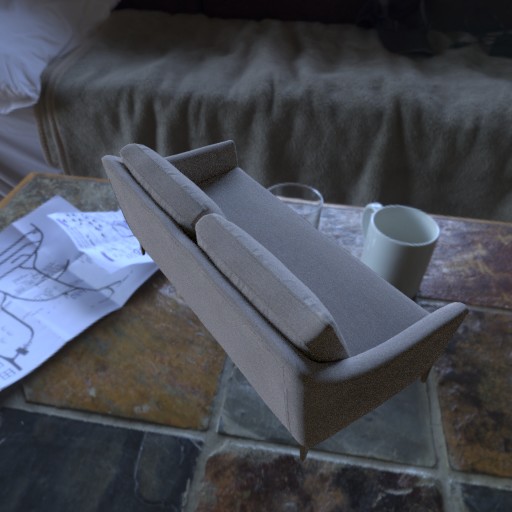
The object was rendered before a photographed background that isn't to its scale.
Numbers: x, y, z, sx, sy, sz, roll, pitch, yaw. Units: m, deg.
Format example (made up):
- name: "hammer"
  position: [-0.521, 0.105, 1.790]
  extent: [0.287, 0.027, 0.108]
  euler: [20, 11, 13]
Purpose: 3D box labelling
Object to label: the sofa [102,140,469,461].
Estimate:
- name: "sofa"
  position: [0.000, 0.000, 2.525]
  extent: [0.980, 0.913, 2.036]
  euler: [-25, 47, -25]
